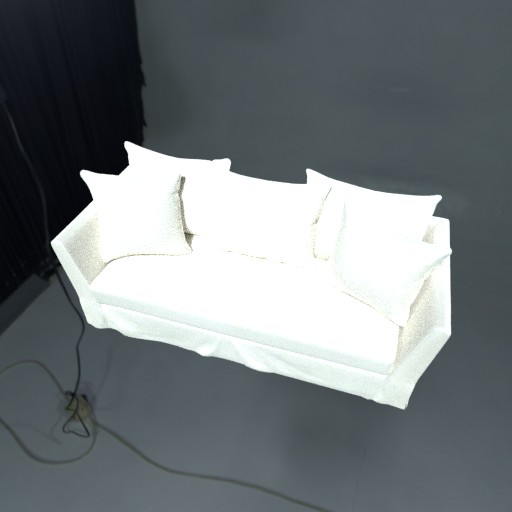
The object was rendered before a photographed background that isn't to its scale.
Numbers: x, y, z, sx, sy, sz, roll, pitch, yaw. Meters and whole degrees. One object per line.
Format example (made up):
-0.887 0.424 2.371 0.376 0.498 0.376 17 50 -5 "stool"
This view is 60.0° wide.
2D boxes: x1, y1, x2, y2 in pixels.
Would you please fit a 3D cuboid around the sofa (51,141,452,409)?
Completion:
0.000 0.000 2.886 2.290 1.034 1.031 12 43 13 "sofa"
